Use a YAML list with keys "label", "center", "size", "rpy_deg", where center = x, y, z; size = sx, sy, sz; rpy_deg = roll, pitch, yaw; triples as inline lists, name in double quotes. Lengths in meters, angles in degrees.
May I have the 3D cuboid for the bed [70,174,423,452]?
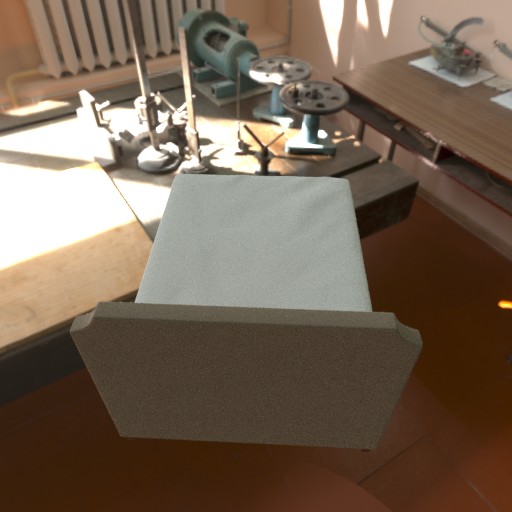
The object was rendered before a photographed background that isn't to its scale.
- label: "bed"
  center: [0.000, 0.000, 3.335]
  size: [1.703, 1.415, 2.329]
  rpy_deg: [2, 44, 2]
